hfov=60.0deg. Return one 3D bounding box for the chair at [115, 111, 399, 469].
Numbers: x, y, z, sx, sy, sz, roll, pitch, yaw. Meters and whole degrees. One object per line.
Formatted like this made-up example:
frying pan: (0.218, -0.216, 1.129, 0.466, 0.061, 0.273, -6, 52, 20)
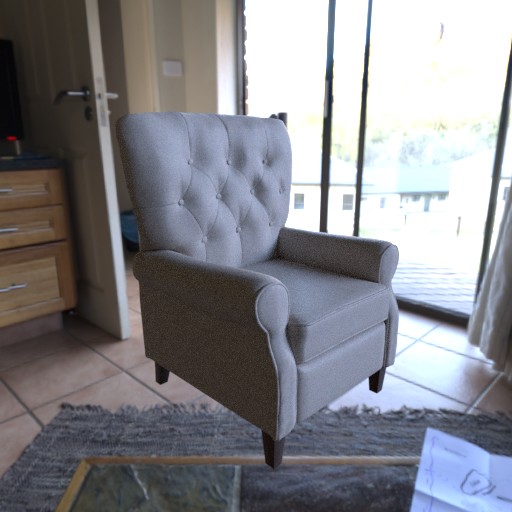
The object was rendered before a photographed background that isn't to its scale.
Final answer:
chair: (0.000, 0.000, 1.926, 0.942, 1.209, 1.025, -14, 20, -42)
